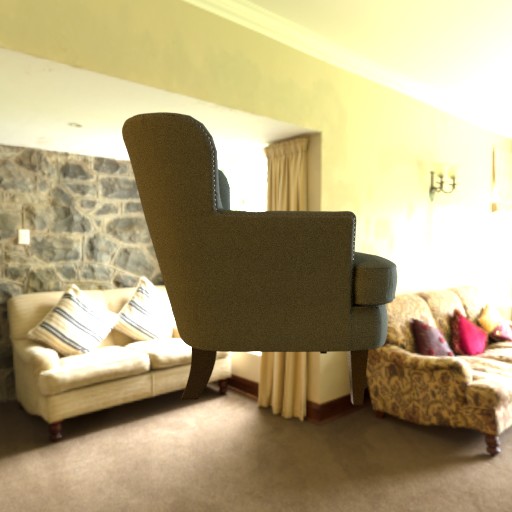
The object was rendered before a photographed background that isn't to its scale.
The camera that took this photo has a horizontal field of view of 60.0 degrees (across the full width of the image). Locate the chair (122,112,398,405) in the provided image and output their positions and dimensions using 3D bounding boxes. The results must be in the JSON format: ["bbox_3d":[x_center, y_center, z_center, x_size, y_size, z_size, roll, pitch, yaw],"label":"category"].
[{"bbox_3d":[0.000,0.000,1.616,0.906,0.868,0.848,0,2,-1],"label":"chair"}]
